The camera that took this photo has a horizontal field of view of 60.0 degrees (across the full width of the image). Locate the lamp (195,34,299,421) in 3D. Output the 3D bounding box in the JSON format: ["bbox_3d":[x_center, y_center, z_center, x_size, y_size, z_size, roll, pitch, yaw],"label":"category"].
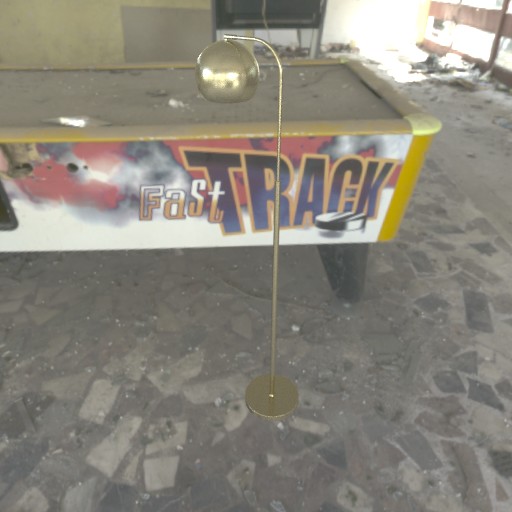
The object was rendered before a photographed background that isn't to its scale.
[{"bbox_3d":[0.000,0.000,1.710,0.431,1.526,0.250,21,38,29],"label":"lamp"}]
